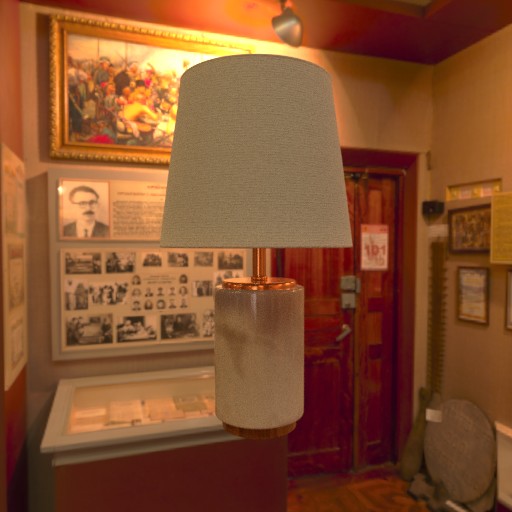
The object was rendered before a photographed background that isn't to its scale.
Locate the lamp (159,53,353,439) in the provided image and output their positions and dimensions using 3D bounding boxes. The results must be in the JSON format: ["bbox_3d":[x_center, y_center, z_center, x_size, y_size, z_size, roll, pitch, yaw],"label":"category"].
[{"bbox_3d":[0.000,0.000,0.445,0.189,0.340,0.189,0,2,0],"label":"lamp"}]
